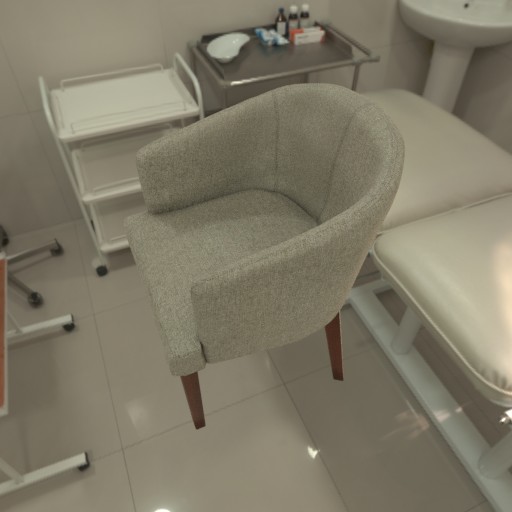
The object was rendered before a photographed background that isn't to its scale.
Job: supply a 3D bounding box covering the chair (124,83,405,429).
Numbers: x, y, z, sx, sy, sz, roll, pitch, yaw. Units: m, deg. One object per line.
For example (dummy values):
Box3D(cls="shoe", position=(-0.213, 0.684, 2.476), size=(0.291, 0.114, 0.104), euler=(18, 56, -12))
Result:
Box3D(cls="chair", position=(0.000, 0.000, 1.272), size=(0.655, 0.811, 0.583), euler=(-17, 49, -16))
